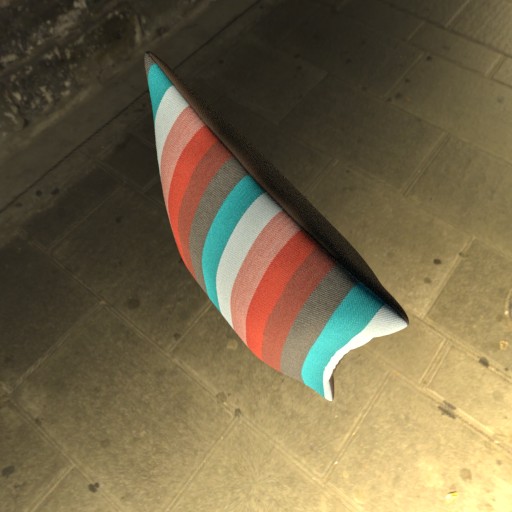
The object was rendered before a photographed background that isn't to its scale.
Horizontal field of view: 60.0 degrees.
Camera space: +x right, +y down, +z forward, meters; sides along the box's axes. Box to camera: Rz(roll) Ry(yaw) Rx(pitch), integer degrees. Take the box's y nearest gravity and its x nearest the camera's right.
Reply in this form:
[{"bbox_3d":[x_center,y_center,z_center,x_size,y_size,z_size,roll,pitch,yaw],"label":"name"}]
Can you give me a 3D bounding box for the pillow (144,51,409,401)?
[{"bbox_3d":[0.000,0.000,0.673,0.168,0.443,0.453,-34,68,-16],"label":"pillow"}]
